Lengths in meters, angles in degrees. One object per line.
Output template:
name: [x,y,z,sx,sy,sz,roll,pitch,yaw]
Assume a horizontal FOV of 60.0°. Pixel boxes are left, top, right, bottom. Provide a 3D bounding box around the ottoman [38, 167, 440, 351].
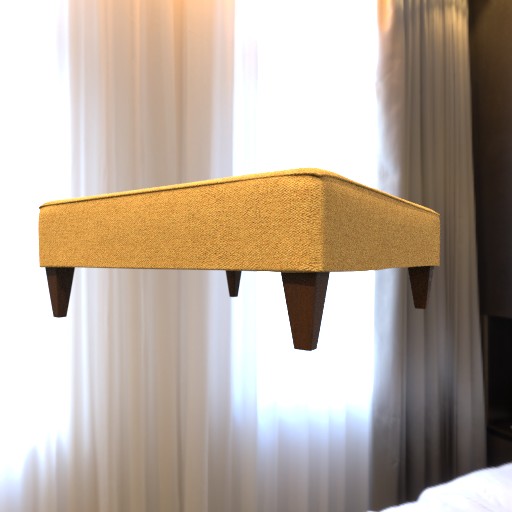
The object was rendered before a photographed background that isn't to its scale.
ottoman: [0.000,0.000,1.478,0.970,0.378,0.981,0,0,35]
